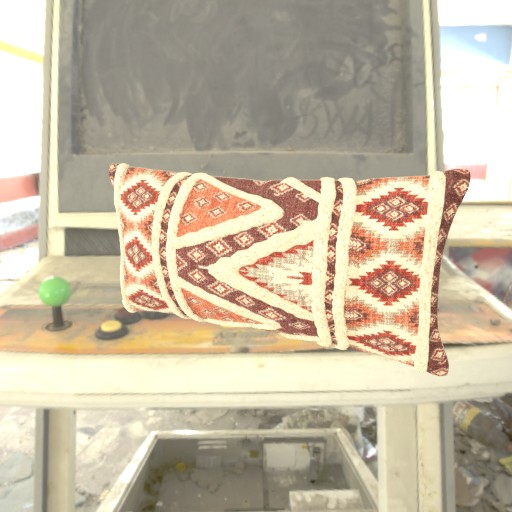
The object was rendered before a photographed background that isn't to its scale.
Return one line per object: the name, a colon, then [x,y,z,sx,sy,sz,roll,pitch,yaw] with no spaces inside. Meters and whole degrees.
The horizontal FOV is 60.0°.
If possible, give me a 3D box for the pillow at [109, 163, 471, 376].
pillow: [0.000,0.000,0.724,0.608,0.295,0.161,7,16,25]
